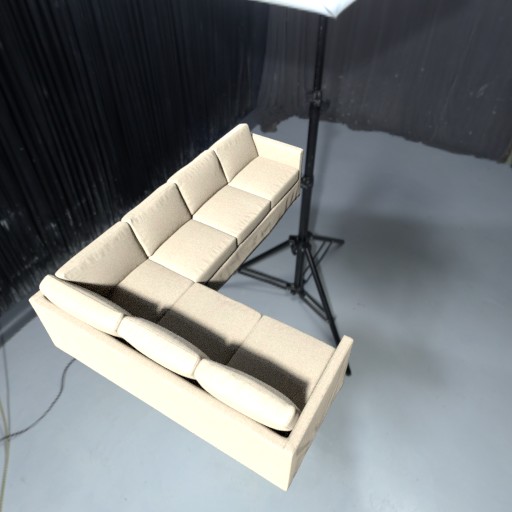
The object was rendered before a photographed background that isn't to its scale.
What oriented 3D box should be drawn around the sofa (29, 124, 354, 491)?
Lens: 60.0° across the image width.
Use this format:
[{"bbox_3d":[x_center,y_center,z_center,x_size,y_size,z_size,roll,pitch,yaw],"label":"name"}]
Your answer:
[{"bbox_3d":[0.000,0.000,4.278,2.432,0.871,3.182,23,50,21],"label":"sofa"}]
